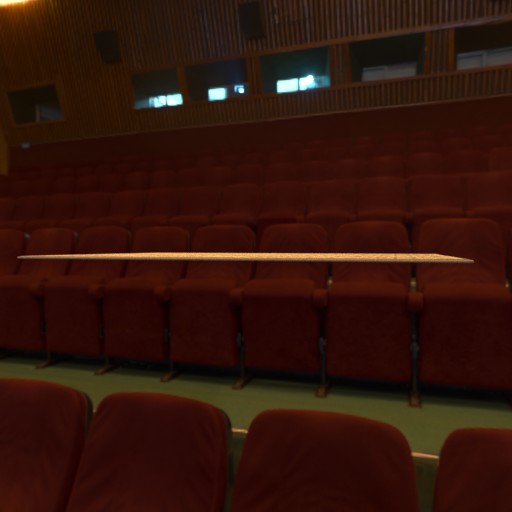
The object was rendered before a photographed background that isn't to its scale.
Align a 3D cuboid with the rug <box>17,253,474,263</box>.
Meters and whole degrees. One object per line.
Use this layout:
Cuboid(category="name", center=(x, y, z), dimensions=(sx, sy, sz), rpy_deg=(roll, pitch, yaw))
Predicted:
Cuboid(category="rug", center=(0.000, 0.000, 2.274), dimensions=(1.847, 0.012, 1.224), rpy_deg=(0, 1, 18))
